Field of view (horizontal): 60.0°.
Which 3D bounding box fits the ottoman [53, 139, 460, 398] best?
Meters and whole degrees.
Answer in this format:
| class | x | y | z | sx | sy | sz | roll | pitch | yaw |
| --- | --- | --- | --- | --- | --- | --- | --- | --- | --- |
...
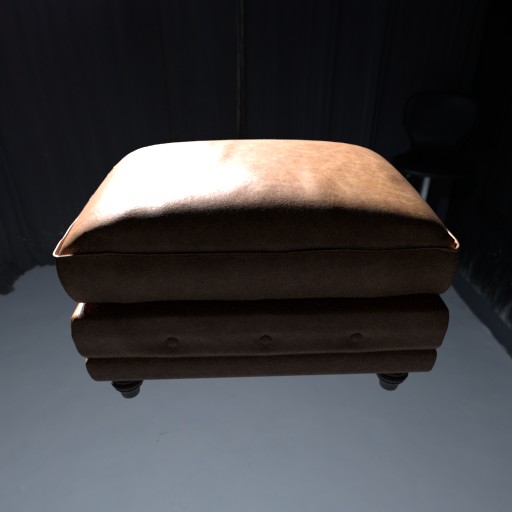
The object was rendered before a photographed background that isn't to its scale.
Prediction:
| class | x | y | z | sx | sy | sz | roll | pitch | yaw |
| --- | --- | --- | --- | --- | --- | --- | --- | --- | --- |
| ottoman | 0.000 | 0.000 | 1.041 | 0.710 | 0.480 | 0.533 | -1 | 30 | -2 |
